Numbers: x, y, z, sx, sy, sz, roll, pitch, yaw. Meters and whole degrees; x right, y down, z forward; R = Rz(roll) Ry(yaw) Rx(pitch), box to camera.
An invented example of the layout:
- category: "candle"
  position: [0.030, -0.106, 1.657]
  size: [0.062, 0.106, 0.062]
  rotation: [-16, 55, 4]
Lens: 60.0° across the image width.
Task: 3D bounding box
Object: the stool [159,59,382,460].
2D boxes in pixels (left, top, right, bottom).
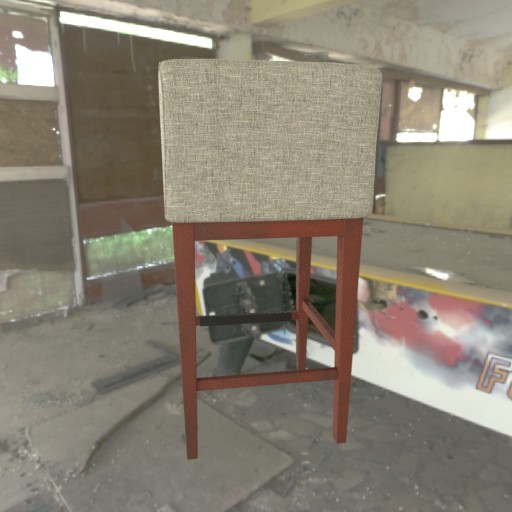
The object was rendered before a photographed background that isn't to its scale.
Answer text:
- category: "stool"
  position: [0.000, 0.000, 1.100]
  size: [0.417, 0.835, 0.459]
  rotation: [-2, 14, -9]
